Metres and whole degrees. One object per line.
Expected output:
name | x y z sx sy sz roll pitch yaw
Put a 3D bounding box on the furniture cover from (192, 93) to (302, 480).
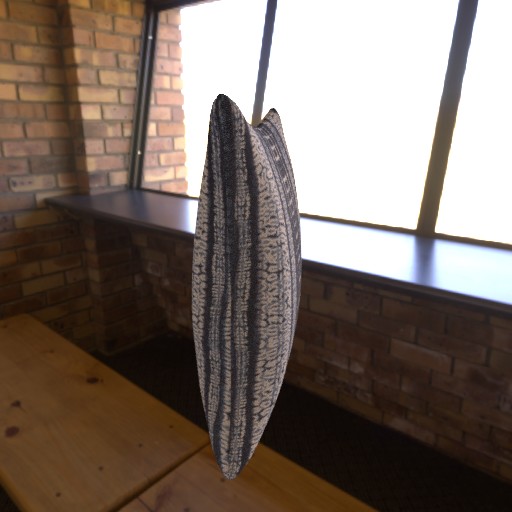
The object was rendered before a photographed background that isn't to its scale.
furniture cover | 0.000 0.000 0.662 0.133 0.435 0.425 2 17 8
